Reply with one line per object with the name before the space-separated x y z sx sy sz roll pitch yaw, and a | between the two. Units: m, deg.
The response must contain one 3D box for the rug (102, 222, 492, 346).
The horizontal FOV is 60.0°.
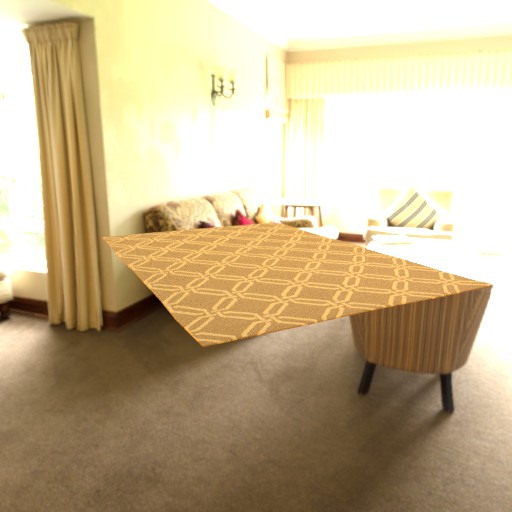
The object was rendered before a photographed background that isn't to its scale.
rug | 0.000 0.000 2.751 1.524 0.013 2.135 -7 15 -27
